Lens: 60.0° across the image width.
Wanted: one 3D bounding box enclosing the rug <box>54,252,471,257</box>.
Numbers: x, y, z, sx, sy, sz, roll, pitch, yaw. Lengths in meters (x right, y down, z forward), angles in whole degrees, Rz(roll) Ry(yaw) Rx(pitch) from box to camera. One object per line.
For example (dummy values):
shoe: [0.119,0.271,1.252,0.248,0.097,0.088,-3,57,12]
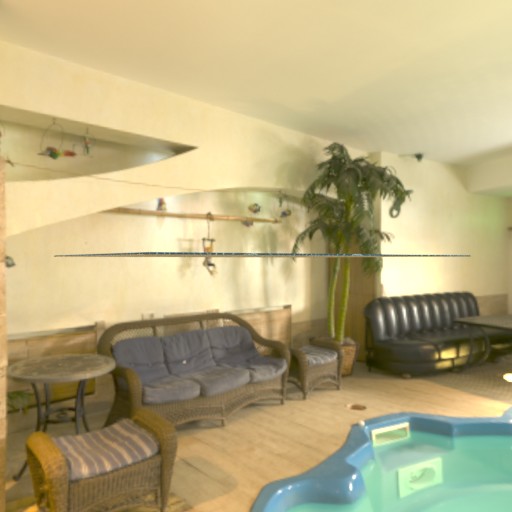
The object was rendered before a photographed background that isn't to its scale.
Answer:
rug: [0.000,0.000,4.125,3.033,0.012,2.432,0,-1,-35]
